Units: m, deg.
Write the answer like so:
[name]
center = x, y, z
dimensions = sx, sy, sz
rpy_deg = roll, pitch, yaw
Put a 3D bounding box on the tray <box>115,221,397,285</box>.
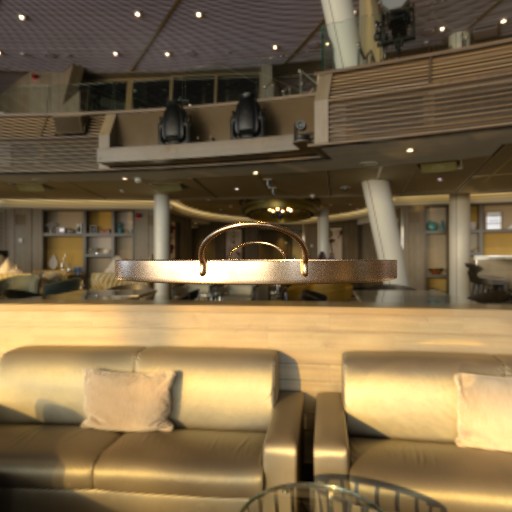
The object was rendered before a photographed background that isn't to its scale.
[tray]
center = 0.000, 0.000, 0.722
dimensions = 0.438, 0.069, 0.543
rpy_deg = 0, 0, 1
